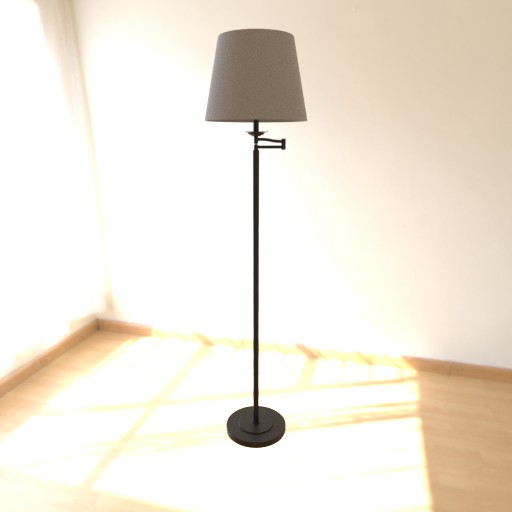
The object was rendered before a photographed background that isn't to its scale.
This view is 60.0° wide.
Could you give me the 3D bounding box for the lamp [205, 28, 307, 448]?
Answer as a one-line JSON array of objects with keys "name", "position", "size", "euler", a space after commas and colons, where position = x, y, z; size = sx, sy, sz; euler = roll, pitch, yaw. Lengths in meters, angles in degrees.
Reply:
[{"name": "lamp", "position": [0.000, 0.000, 1.634], "size": [0.348, 1.473, 0.348], "euler": [-3, 15, -9]}]
